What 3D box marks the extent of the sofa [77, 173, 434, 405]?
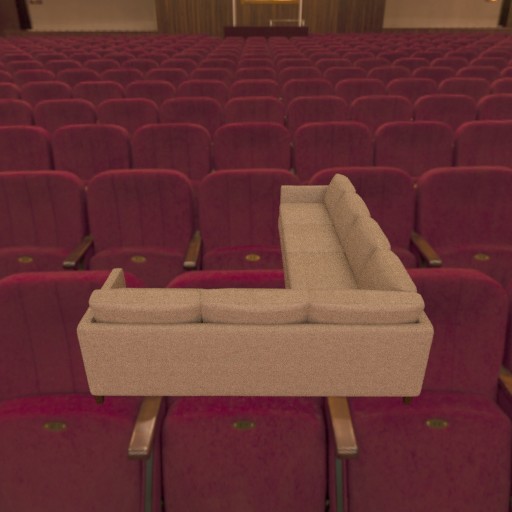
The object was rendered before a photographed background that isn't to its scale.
[{"bbox_3d":[0.000,0.000,4.614,2.522,0.934,3.333,0,26,0],"label":"sofa"}]
